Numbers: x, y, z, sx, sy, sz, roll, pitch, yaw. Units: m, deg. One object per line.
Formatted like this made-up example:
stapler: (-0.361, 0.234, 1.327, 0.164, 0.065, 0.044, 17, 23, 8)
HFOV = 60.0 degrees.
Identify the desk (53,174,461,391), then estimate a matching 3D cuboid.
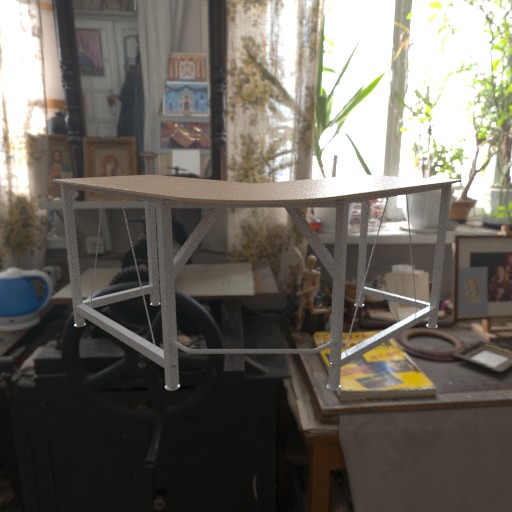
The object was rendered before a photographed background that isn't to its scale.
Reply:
desk: (0.000, 0.000, 2.240, 1.400, 0.762, 1.400, -13, 19, -43)
